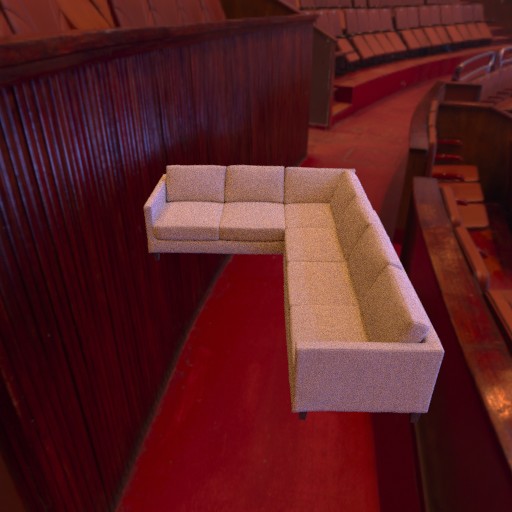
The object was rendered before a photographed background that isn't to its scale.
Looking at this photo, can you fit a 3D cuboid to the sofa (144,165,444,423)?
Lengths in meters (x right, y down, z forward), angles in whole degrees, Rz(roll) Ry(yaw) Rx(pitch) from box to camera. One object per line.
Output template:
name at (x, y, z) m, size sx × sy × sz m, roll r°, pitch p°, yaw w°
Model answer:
sofa at (0.000, 0.000, 4.252) m, size 2.432 × 0.863 × 3.182 m, roll 1°, pitch 30°, yaw 1°
